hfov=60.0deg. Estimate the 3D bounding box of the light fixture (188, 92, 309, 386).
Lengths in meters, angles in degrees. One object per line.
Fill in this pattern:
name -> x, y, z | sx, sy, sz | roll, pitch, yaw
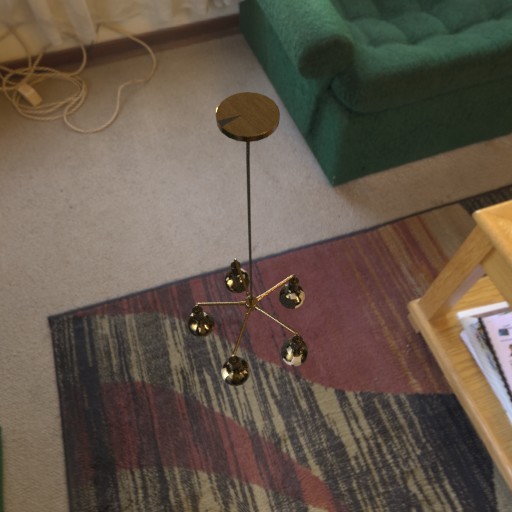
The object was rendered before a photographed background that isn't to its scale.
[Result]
light fixture -> 0.000, 0.000, 1.191 | 0.421, 0.988, 0.438 | -32, 64, -18
